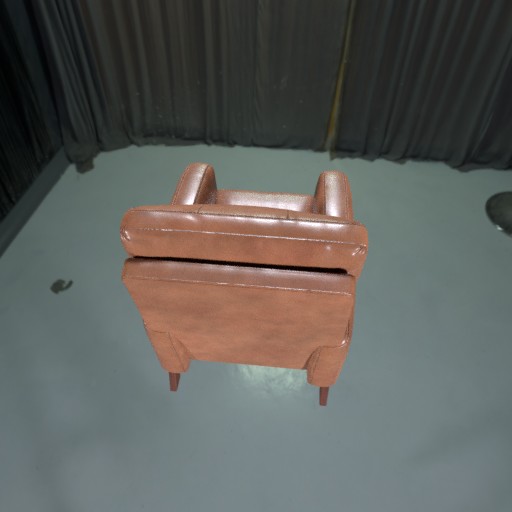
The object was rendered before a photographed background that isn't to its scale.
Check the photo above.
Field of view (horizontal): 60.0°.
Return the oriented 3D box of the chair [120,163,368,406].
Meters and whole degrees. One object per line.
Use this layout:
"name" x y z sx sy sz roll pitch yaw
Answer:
"chair" 0.000 0.000 1.730 0.762 0.990 0.990 4 46 4
